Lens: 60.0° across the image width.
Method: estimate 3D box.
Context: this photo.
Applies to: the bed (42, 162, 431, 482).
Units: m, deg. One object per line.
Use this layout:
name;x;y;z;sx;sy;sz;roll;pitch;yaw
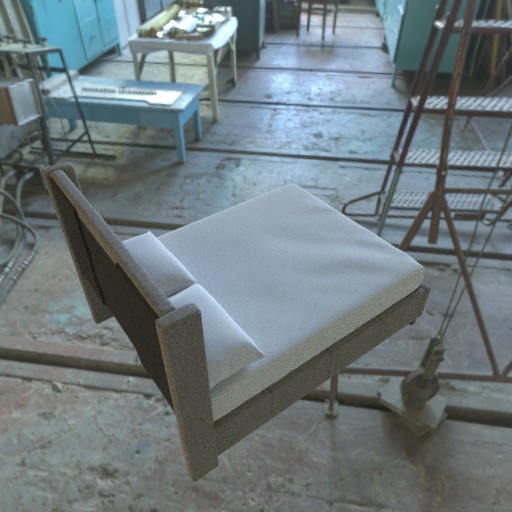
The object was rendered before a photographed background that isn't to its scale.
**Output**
bed;0.000;0.000;3.351;2.245;1.481;1.714;-26;46;-27
